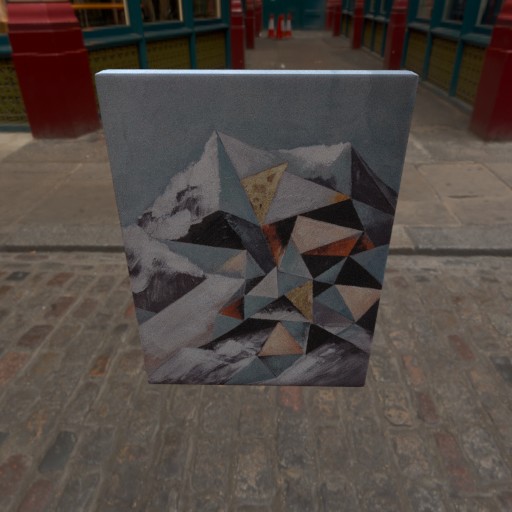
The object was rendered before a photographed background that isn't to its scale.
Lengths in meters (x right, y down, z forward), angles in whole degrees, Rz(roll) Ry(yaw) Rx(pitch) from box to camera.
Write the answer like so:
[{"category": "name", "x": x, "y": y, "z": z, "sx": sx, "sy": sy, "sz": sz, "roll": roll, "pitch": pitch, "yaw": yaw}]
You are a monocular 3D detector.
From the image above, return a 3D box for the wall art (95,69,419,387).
[{"category": "wall art", "x": 0.000, "y": 0.000, "z": 0.790, "sx": 0.455, "sy": 0.613, "sz": 0.037, "roll": 1, "pitch": 31, "yaw": 1}]
